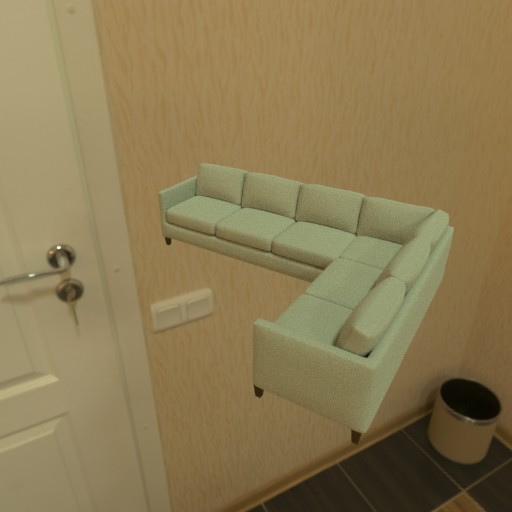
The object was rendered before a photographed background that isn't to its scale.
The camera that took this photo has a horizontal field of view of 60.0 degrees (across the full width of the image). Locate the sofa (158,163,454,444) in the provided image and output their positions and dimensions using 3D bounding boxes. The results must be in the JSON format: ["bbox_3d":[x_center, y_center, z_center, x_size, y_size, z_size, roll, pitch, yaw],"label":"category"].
[{"bbox_3d":[0.000,0.000,4.548,3.333,0.934,2.522,17,33,28],"label":"sofa"}]
